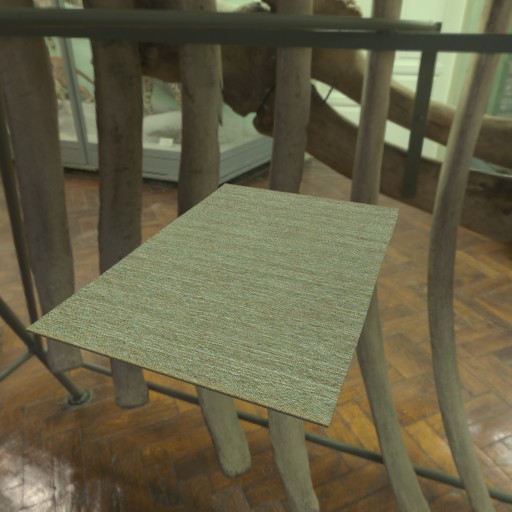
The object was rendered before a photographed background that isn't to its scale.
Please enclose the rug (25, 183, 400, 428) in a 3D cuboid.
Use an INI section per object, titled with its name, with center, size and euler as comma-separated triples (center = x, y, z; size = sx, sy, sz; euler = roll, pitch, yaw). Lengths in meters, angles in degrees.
[rug]
center = 0.000, 0.000, 2.293
size = 1.240, 0.010, 1.824
euler = 11, 31, 19
